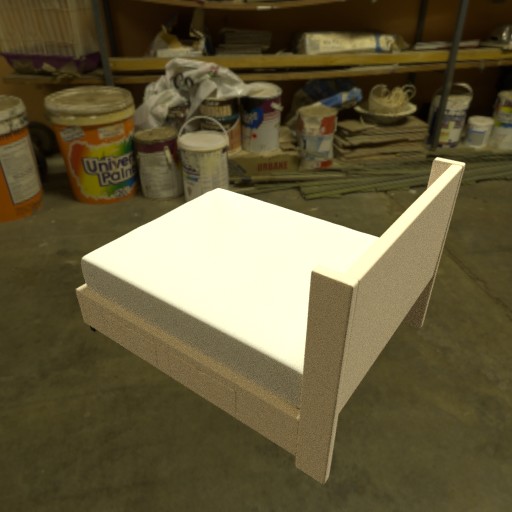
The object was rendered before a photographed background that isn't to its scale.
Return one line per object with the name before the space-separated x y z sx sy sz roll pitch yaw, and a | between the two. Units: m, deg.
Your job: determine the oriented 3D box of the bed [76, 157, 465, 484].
bed | 0.000 0.000 3.395 2.280 1.471 1.765 21 38 30
